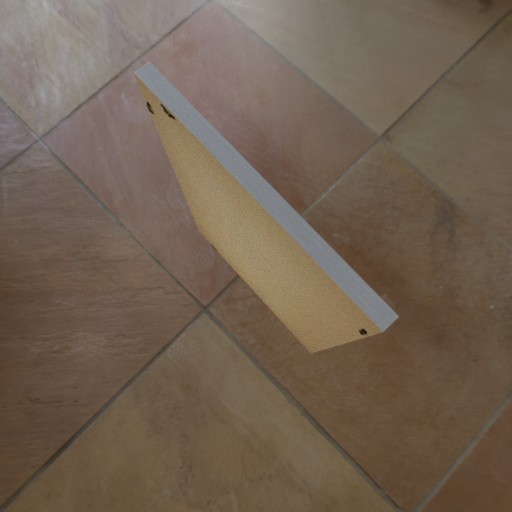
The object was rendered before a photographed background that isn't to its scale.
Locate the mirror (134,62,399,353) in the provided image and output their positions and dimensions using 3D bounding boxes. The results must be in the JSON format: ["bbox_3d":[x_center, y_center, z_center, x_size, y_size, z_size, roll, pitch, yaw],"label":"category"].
[{"bbox_3d":[0.000,0.000,1.171,0.040,0.915,0.609,-41,79,-10],"label":"mirror"}]
